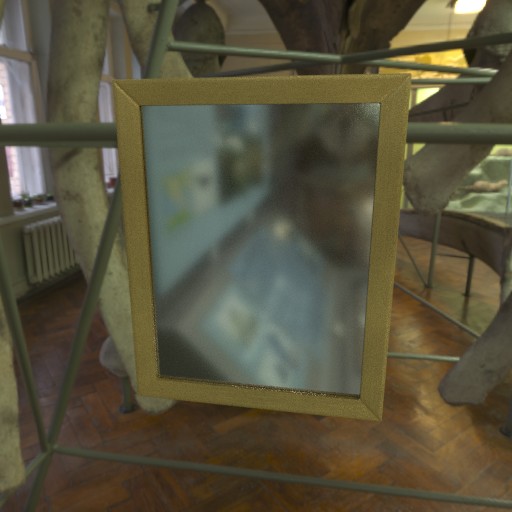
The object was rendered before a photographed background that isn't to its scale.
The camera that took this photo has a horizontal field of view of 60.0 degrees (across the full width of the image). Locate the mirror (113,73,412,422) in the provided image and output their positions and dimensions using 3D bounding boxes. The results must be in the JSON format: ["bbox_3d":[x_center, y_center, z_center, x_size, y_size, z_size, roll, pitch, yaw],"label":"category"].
[{"bbox_3d":[0.000,0.000,0.678,0.405,0.508,0.041,3,16,10],"label":"mirror"}]
